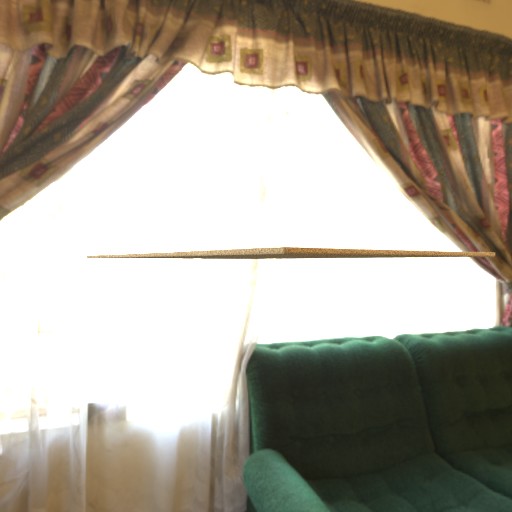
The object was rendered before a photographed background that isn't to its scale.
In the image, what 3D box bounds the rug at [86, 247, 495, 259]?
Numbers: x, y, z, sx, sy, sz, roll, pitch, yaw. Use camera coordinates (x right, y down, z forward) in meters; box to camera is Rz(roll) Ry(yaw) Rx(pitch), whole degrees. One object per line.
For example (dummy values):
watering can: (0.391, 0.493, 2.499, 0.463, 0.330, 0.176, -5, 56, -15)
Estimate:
rug: (0.000, 0.000, 2.904, 1.500, 0.025, 2.346, 1, -1, -37)
